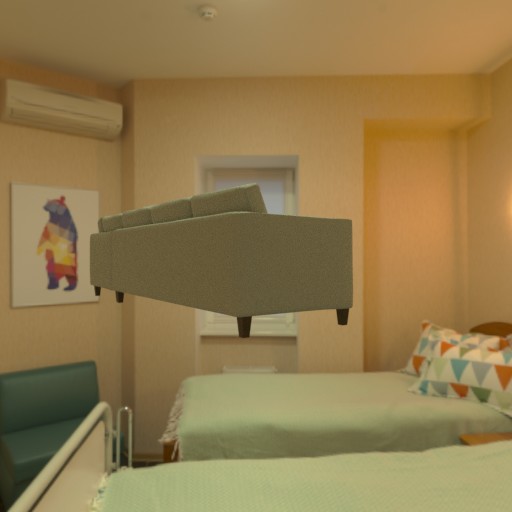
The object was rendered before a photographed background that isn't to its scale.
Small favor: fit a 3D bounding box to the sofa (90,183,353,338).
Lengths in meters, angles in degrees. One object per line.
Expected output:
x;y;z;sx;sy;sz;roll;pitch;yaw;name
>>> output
0.000;0.000;4.543;2.522;0.934;3.333;0;0;-35;sofa
